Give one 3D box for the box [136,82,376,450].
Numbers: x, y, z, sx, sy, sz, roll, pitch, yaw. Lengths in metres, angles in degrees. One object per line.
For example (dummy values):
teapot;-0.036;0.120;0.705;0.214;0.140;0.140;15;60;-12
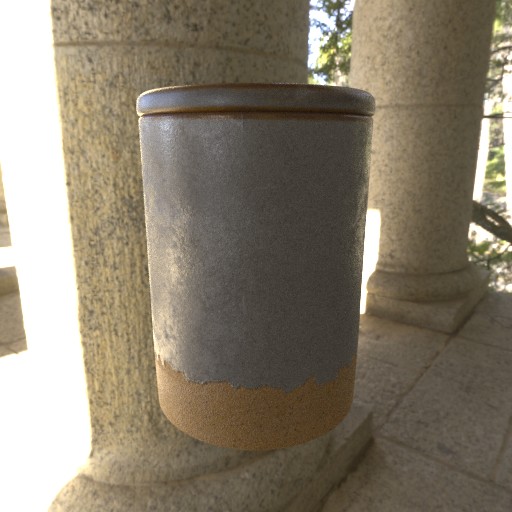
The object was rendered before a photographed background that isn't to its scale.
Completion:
box;0.000;0.000;0.245;0.118;0.168;0.118;0;15;0
